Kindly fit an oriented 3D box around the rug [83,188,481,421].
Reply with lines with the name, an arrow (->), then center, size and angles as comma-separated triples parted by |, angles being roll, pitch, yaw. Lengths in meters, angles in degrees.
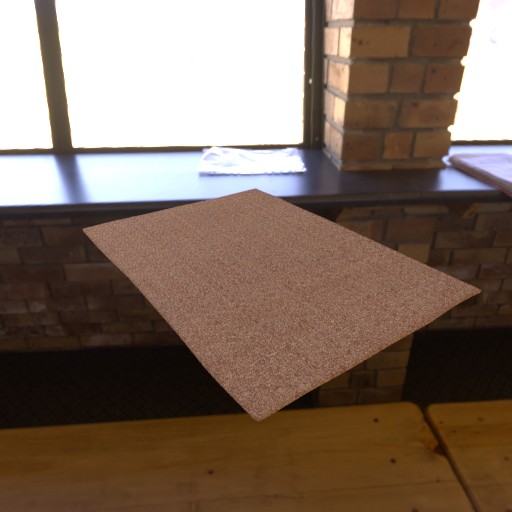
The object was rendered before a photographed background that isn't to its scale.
rug -> 0.000, 0.000, 2.786 | 1.566, 0.013, 2.141 | -19, 33, -32
